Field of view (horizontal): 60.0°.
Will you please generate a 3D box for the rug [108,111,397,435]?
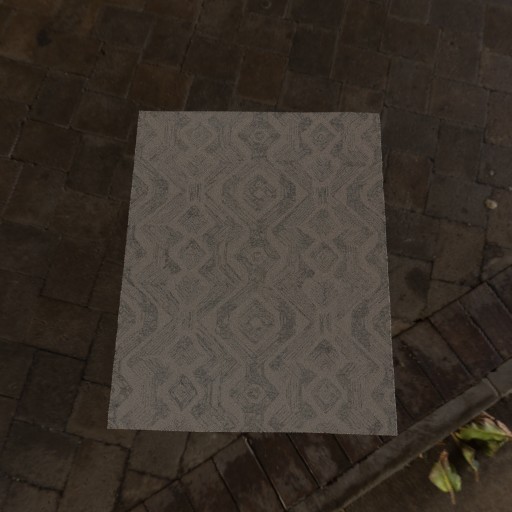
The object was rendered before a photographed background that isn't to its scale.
[{"bbox_3d":[0.000,0.000,4.096,2.430,0.030,3.054,1,75,0],"label":"rug"}]
